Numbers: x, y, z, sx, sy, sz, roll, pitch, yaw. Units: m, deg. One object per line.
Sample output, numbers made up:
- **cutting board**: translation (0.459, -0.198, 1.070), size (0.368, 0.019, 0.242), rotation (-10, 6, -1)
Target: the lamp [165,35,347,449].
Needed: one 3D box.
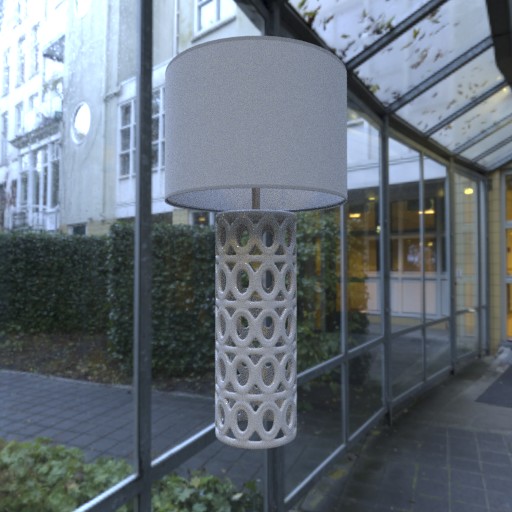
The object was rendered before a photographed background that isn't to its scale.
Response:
- **lamp**: translation (0.000, 0.000, 0.802), size (0.325, 0.636, 0.324), rotation (-1, -2, 37)
